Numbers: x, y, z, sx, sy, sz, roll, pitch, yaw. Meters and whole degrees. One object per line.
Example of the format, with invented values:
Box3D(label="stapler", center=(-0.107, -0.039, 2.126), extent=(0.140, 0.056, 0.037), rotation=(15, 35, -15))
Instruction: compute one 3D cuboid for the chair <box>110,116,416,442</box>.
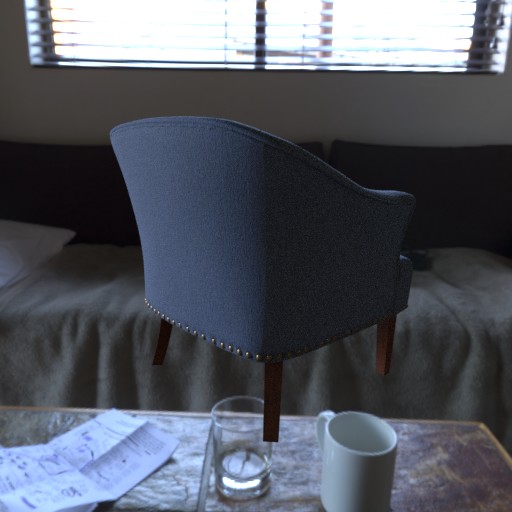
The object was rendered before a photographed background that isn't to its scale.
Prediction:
Box3D(label="chair", center=(0.000, 0.000, 1.401), extent=(0.704, 0.815, 0.798), rotation=(-13, 20, -41))
